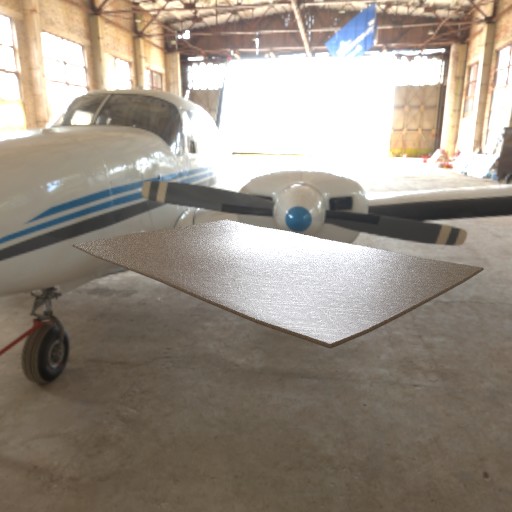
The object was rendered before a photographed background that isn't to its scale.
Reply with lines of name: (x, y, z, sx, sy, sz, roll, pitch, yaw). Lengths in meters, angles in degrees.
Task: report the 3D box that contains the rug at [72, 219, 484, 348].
rug: (0.000, 0.000, 3.042, 1.553, 0.053, 2.430, -14, 20, -42)
